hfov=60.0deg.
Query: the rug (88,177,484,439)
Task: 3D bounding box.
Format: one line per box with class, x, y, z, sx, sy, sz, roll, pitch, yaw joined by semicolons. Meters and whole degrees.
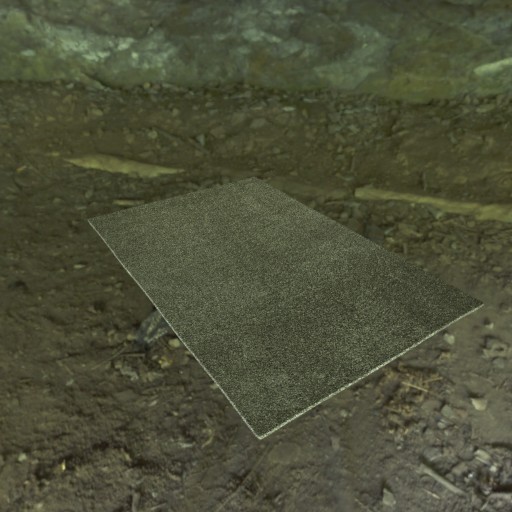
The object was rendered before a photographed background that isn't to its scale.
rug;0.000;0.000;3.436;1.802;0.026;2.699;-20;37;-29
